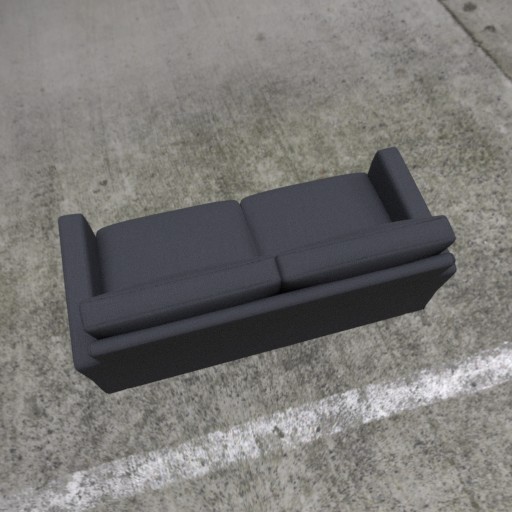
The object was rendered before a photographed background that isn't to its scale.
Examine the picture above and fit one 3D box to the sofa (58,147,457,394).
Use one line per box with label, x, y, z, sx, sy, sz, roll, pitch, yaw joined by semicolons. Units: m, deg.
sofa;0.000;0.000;2.316;1.852;0.839;0.898;-13;58;-8
